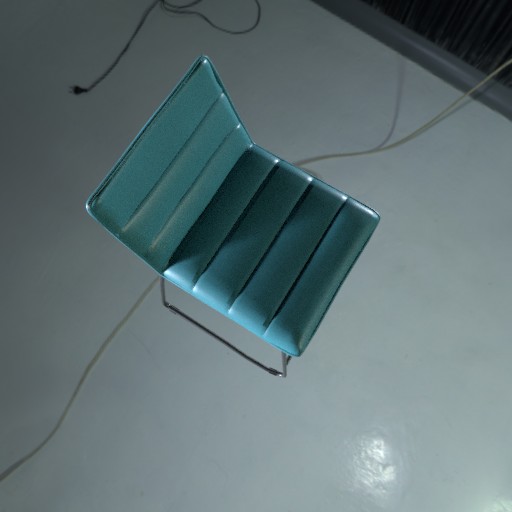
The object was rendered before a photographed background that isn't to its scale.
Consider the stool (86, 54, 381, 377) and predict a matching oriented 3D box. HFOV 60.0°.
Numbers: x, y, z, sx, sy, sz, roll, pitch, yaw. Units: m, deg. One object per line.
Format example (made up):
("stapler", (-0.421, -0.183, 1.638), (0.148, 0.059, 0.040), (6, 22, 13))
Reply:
("stool", (0.000, 0.000, 1.237), (0.524, 0.936, 0.489), (31, 77, 8))
